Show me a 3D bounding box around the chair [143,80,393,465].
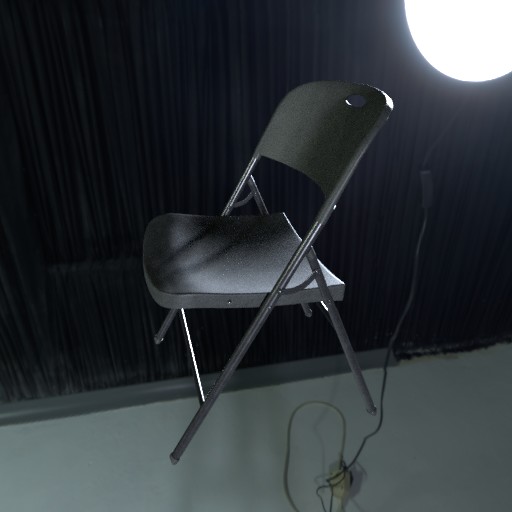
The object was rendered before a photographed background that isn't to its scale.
[{"bbox_3d":[0.000,0.000,1.146,0.566,0.810,0.494,-8,30,-14],"label":"chair"}]
